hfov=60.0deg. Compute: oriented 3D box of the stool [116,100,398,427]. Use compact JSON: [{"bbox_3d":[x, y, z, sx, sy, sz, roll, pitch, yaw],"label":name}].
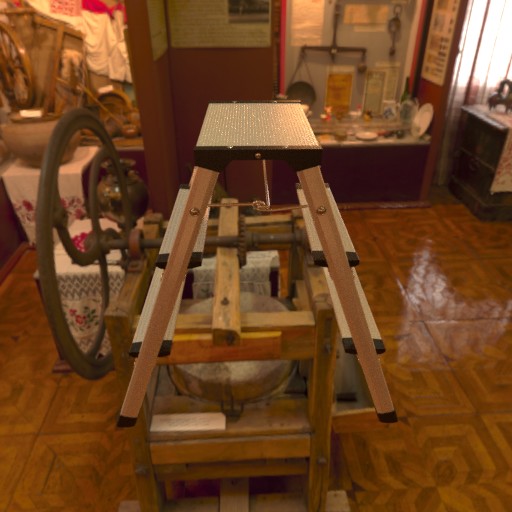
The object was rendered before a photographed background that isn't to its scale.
[{"bbox_3d":[0.000,0.000,1.000,0.622,0.605,0.437,-1,32,-1],"label":"stool"}]
